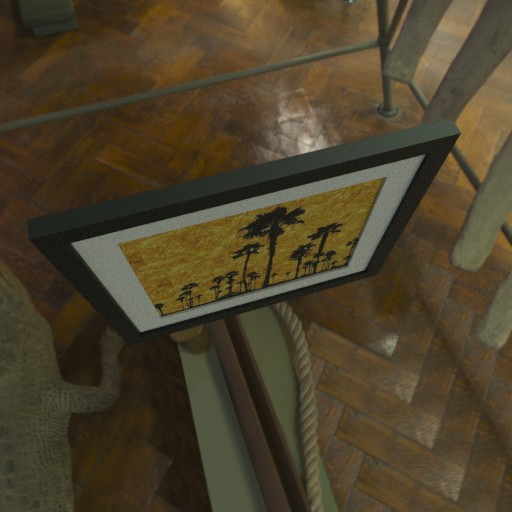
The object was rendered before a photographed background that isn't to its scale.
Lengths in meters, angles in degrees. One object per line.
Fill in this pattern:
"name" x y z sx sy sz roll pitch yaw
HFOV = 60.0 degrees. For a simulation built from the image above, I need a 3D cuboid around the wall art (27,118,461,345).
"wall art" 0.000 0.000 0.762 0.561 0.460 0.028 -15 64 -7
